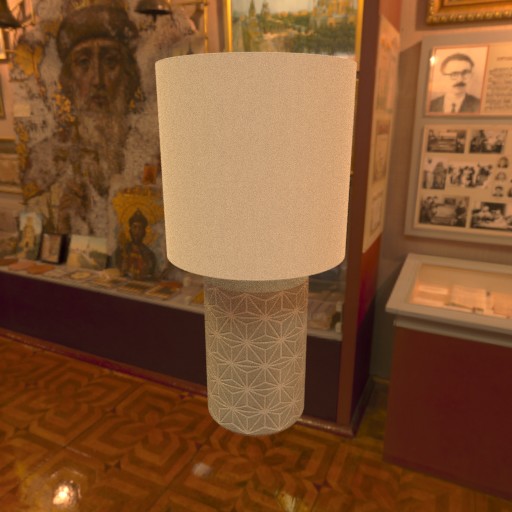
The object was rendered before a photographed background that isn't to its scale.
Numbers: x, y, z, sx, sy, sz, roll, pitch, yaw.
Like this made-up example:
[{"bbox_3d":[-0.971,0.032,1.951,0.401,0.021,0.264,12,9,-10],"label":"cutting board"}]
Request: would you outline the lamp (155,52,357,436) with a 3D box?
[{"bbox_3d":[0.000,0.000,0.525,0.206,0.416,0.206,9,19,26],"label":"lamp"}]
